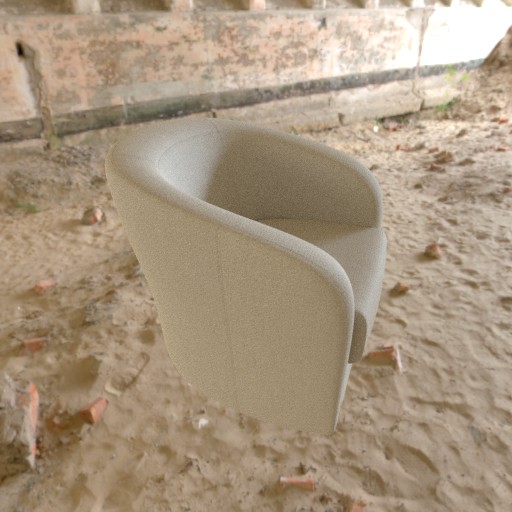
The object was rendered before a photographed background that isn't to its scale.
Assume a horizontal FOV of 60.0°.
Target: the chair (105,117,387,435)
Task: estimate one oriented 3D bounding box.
[{"bbox_3d":[0.000,0.000,1.454,0.815,0.771,0.791,10,31,17],"label":"chair"}]
